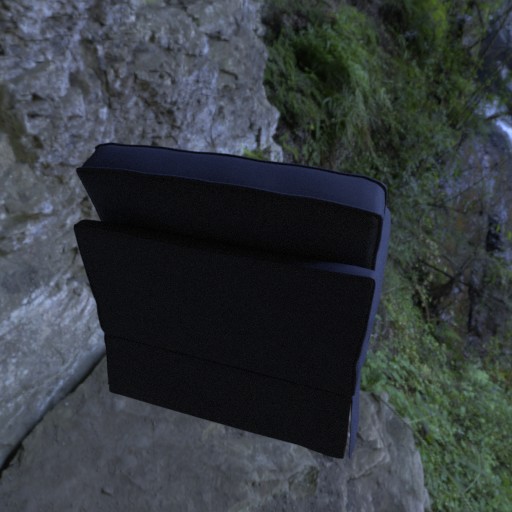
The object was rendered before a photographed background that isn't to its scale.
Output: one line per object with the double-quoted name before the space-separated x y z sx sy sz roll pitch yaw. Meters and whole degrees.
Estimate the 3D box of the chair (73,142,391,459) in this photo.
"chair" 0.000 0.000 1.973 1.119 1.140 1.002 10 34 16
